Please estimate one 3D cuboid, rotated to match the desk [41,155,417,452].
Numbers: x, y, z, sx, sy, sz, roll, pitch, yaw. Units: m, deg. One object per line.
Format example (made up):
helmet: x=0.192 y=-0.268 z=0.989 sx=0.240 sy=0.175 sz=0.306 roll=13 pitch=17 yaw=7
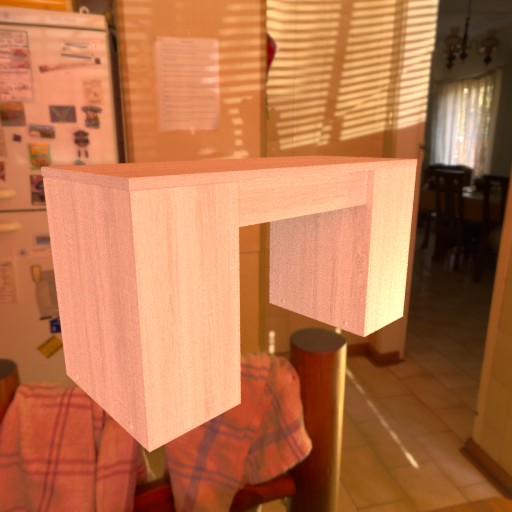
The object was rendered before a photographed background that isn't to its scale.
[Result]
desk: x=0.000 y=0.000 z=1.785 sx=1.390 sy=0.740 sz=0.600 roll=-14 pitch=20 yaw=-42
